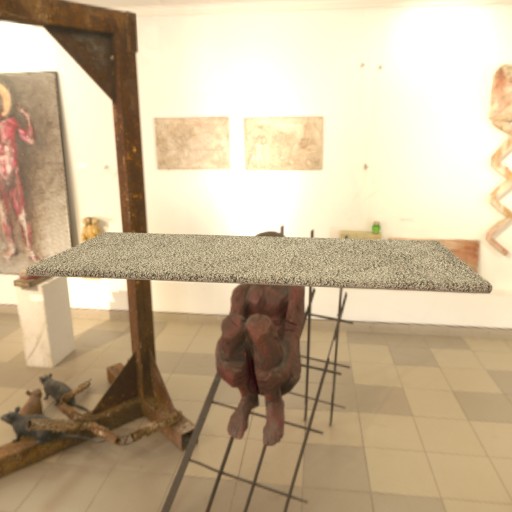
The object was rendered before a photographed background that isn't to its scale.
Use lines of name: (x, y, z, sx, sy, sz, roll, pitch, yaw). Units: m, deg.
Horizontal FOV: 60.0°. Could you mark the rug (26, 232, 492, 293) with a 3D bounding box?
rug: (0.000, 0.000, 1.720, 1.524, 0.030, 0.609, 2, 15, 7)
